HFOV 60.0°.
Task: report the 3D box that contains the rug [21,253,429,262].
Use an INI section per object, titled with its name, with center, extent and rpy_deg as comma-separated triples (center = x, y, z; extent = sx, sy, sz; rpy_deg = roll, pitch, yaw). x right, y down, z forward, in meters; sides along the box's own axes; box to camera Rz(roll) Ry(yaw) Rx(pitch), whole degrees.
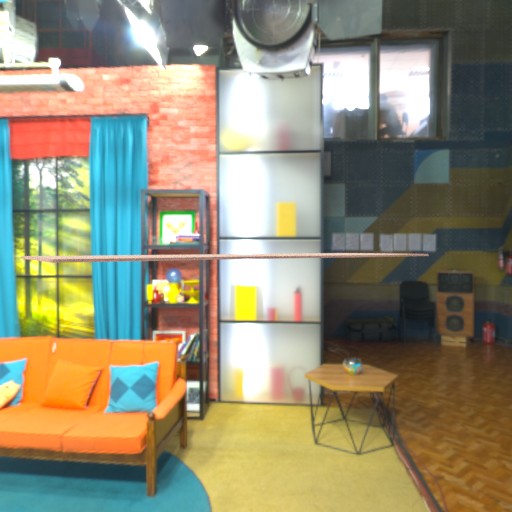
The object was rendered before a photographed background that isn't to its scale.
[rug]
center = 0.000, 0.000, 2.676
extent = 2.435, 0.015, 0.760
rpy_deg = -1, 1, -35
